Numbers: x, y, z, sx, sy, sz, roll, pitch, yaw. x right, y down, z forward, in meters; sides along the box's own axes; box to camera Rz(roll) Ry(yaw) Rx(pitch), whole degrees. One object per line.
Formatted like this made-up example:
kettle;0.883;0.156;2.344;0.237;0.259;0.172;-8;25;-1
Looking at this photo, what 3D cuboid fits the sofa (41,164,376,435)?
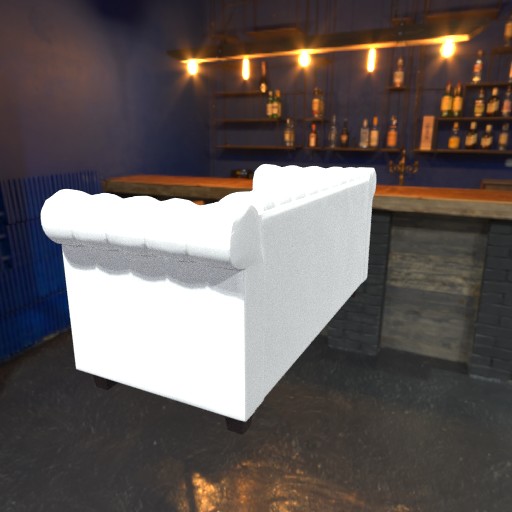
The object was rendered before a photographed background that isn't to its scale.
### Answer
sofa;0.000;0.000;2.184;0.771;0.796;1.798;7;17;26
